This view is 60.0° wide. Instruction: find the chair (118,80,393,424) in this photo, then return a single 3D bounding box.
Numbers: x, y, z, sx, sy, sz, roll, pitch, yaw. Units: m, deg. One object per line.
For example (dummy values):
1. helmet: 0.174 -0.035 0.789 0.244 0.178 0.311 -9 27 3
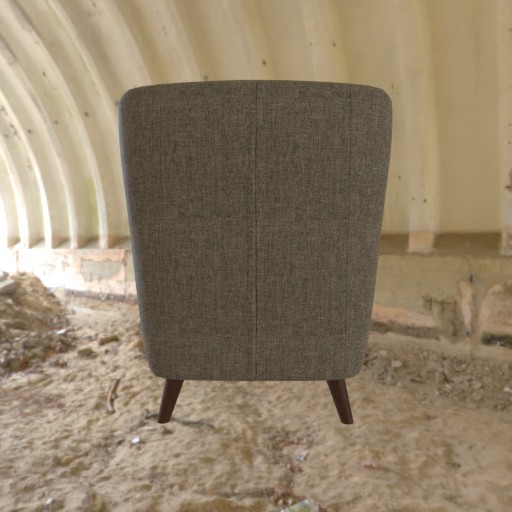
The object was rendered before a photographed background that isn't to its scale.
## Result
1. chair: 0.000 0.000 1.714 0.878 1.063 0.904 0 1 1
